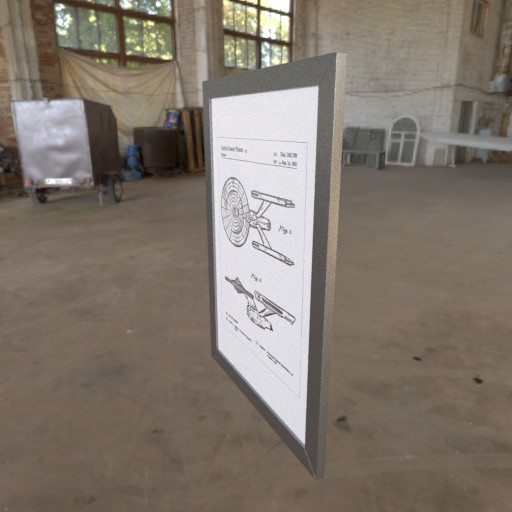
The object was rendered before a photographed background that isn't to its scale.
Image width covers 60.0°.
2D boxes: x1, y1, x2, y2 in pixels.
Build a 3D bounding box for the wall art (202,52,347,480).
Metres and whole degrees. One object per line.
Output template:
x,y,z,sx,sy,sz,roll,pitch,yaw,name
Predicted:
0.000,0.000,0.682,0.013,0.529,0.376,-9,19,-26,wall art
